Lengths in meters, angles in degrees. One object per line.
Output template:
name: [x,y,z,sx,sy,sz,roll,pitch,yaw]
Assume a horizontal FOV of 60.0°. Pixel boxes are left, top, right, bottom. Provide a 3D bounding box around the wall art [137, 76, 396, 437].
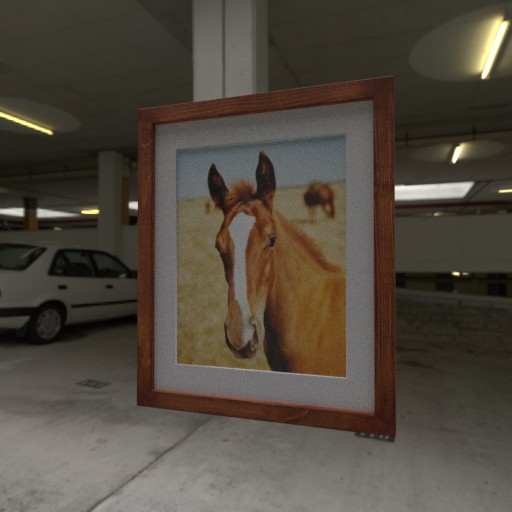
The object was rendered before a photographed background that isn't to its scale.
wall art: [0.000,0.000,0.772,0.462,0.558,0.030,0,-1,19]
